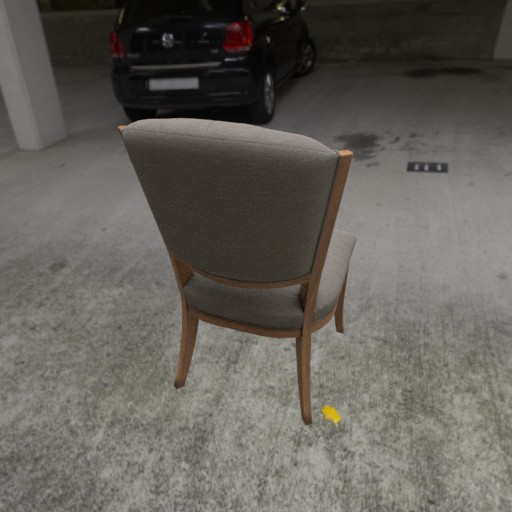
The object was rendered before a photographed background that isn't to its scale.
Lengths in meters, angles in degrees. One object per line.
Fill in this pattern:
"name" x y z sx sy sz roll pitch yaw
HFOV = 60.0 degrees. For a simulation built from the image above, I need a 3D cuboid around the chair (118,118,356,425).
"chair" 0.000 0.000 1.259 0.513 0.905 0.584 10 35 15
